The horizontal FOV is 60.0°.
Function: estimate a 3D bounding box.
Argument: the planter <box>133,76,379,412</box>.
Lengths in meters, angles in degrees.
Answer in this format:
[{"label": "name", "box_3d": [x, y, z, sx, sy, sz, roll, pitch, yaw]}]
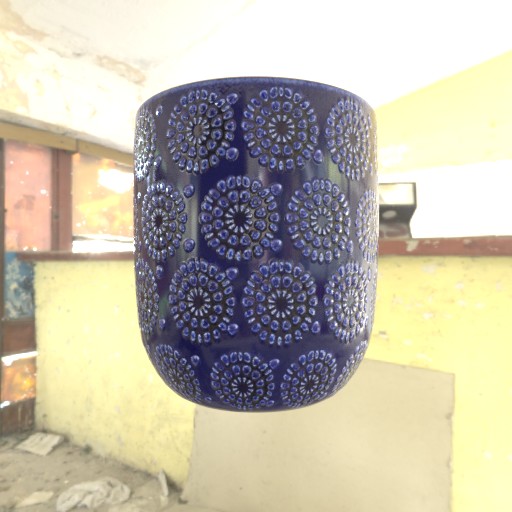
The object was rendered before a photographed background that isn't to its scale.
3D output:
[{"label": "planter", "box_3d": [0.000, 0.000, 0.343, 0.184, 0.206, 0.184, 0, -1, 0]}]
